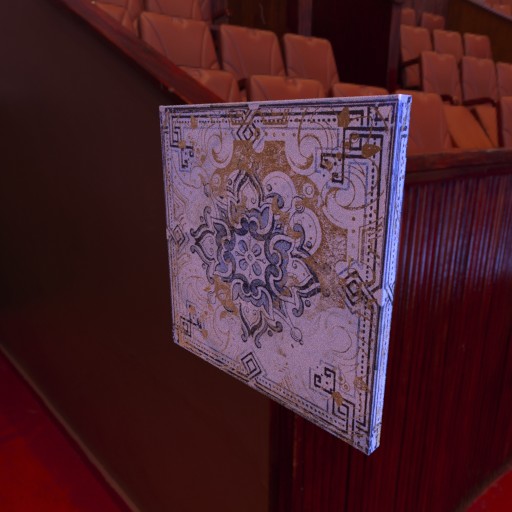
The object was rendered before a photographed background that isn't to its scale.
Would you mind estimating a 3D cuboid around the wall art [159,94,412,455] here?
[{"bbox_3d":[0.000,0.000,0.923,0.036,0.607,0.609,-16,23,-42],"label":"wall art"}]
